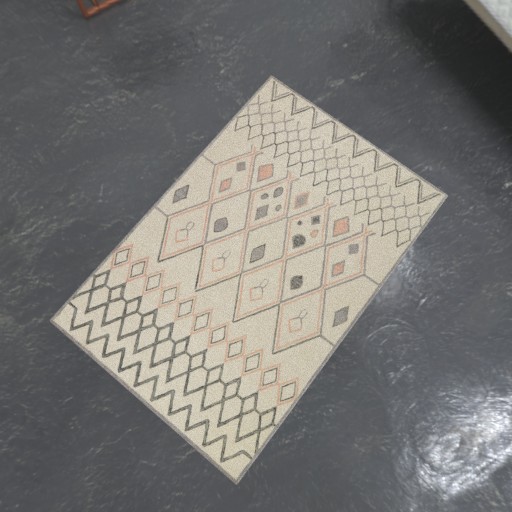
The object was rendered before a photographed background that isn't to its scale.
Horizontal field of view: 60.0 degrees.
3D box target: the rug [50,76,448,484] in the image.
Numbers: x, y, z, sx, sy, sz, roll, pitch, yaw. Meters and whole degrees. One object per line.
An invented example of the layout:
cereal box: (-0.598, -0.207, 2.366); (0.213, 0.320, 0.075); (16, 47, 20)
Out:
rug: (0.000, 0.000, 2.326); (1.219, 0.016, 1.829); (37, 78, 9)
